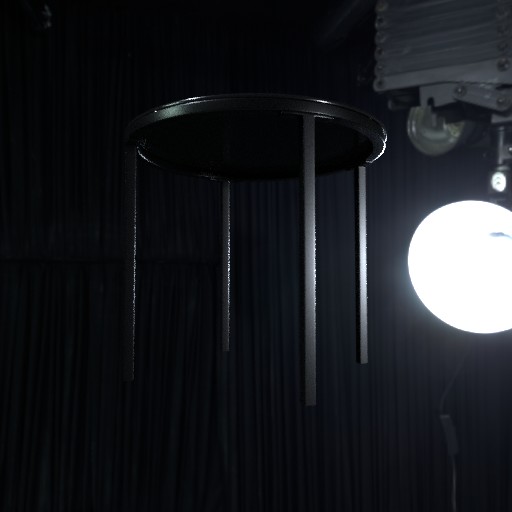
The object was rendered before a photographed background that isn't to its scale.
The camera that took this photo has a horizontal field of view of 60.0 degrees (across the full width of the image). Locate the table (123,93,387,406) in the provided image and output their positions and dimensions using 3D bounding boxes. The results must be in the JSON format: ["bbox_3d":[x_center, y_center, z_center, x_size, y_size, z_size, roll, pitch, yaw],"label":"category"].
[{"bbox_3d":[0.000,0.000,0.870,0.499,0.443,0.499,0,-2,0],"label":"table"}]
